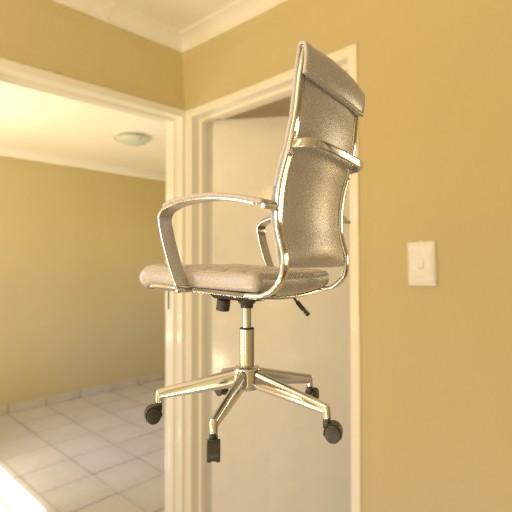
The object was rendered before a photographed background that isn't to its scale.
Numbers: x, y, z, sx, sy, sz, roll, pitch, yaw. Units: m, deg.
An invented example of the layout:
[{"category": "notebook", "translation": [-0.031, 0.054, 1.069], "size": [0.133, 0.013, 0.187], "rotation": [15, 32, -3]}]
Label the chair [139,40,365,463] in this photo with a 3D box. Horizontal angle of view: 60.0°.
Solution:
[{"category": "chair", "translation": [0.000, 0.000, 1.526], "size": [0.667, 1.149, 0.679], "rotation": [-1, -1, 34]}]
